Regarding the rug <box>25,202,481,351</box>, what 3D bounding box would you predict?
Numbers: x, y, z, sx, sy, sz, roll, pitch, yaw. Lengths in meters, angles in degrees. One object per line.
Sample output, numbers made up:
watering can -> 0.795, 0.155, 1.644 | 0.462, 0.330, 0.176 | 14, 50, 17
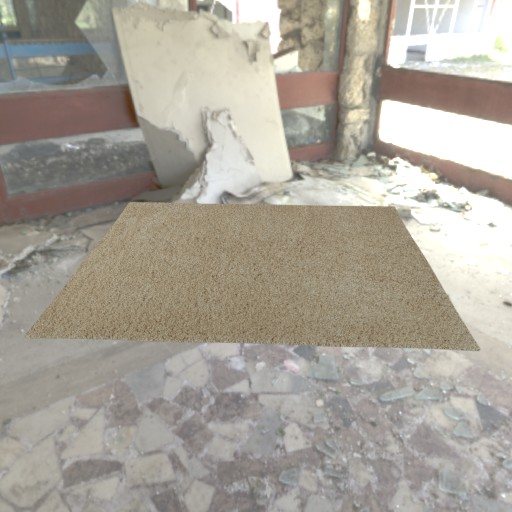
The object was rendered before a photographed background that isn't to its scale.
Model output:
rug -> 0.000, 0.000, 3.963 | 3.000, 0.025, 2.400 | 1, 29, 2
